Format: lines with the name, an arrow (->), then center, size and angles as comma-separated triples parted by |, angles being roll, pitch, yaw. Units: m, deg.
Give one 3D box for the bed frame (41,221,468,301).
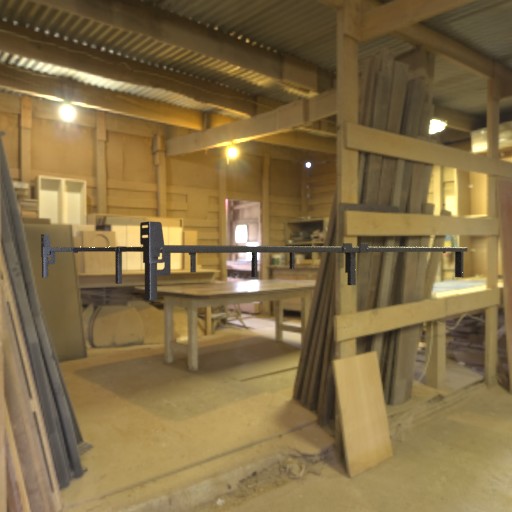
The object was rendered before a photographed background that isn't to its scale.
bed frame -> 0.000, 0.000, 2.581 | 1.990, 0.248, 1.498 | -1, 1, -38
